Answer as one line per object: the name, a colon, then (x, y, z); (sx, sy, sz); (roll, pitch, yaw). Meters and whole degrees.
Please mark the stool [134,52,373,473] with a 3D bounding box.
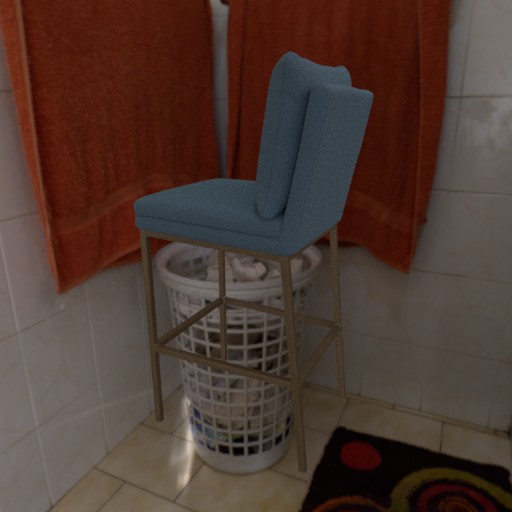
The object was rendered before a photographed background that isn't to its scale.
stool: (0.000, 0.000, 1.399); (0.568, 1.124, 0.463); (9, 20, 26)
